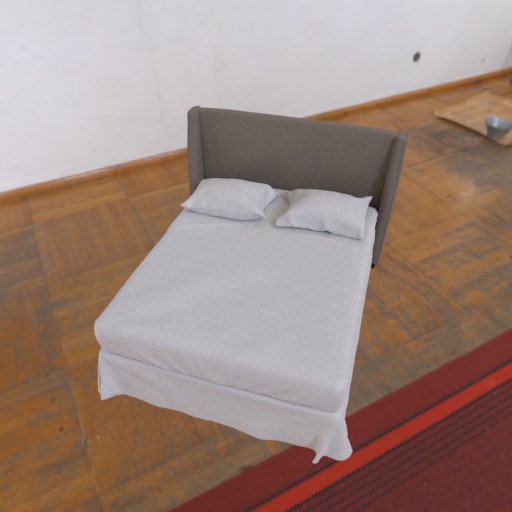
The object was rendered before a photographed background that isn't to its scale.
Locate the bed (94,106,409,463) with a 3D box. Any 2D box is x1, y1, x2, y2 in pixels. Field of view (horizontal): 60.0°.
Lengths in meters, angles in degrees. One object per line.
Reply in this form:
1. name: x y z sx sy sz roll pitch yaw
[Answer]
1. bed: 0.000 0.000 3.411 1.925 1.332 2.276 11 41 13
